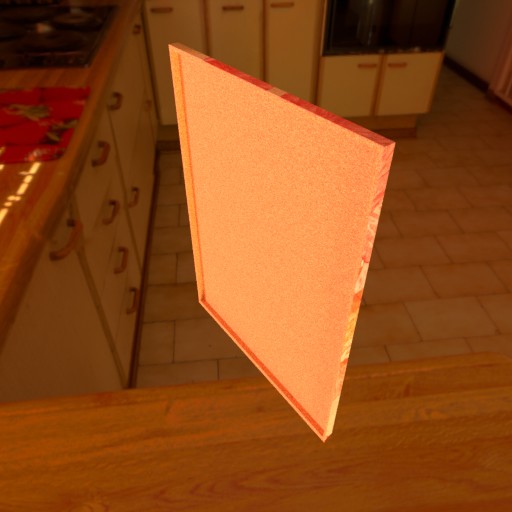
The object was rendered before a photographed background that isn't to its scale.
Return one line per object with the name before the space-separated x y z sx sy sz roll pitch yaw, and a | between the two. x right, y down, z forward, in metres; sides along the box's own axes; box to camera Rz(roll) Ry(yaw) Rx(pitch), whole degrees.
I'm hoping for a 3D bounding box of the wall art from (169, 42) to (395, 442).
wall art | 0.000 0.000 1.313 0.031 1.015 0.762 -26 47 -27
